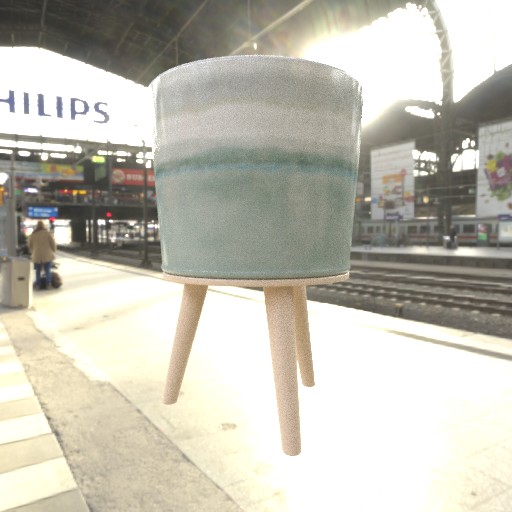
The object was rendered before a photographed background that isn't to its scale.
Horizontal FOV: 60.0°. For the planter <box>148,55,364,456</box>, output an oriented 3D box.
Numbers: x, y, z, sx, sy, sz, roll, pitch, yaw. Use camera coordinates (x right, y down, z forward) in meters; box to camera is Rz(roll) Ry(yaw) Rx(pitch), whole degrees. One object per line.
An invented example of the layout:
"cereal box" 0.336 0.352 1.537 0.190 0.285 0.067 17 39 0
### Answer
"planter" 0.000 0.000 0.567 0.265 0.404 0.265 -2 4 -35
